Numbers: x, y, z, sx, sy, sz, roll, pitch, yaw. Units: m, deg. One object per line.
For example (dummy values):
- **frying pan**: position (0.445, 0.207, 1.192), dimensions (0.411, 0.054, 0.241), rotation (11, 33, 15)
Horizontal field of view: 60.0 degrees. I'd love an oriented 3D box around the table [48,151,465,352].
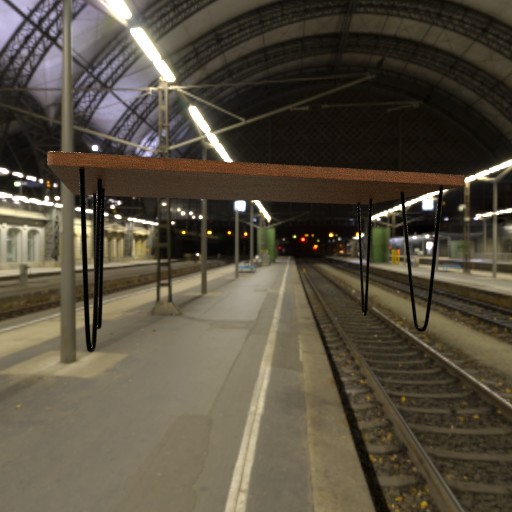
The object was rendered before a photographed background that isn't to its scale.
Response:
- **table**: position (0.000, 0.000, 2.231), dimensions (1.791, 0.753, 0.883), rotation (0, 1, -17)
